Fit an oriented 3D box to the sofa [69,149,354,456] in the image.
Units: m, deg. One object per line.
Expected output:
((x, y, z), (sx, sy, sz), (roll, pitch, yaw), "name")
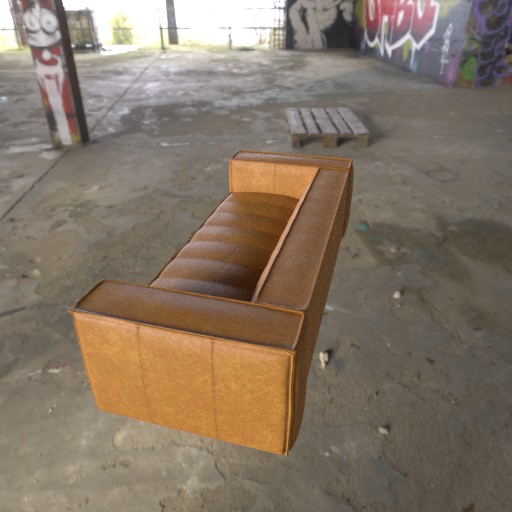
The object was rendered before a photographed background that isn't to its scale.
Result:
((0.000, 0.000, 3.078), (1.102, 0.701, 2.581), (8, 31, 14), "sofa")
